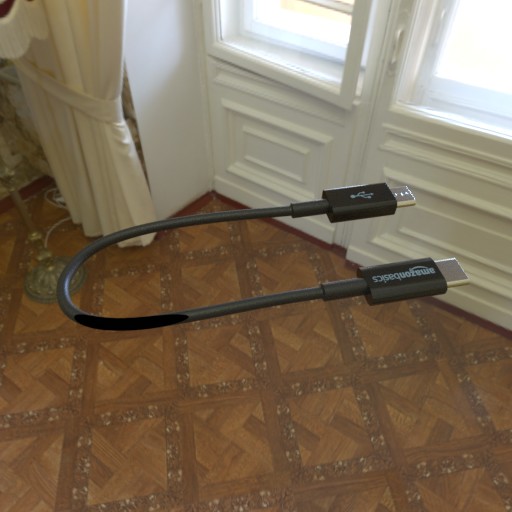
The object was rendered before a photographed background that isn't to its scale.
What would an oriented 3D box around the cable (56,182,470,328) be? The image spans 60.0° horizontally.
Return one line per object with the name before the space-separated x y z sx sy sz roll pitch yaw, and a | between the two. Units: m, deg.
cable | 0.000 0.000 0.114 0.098 0.006 0.040 -8 48 -7
